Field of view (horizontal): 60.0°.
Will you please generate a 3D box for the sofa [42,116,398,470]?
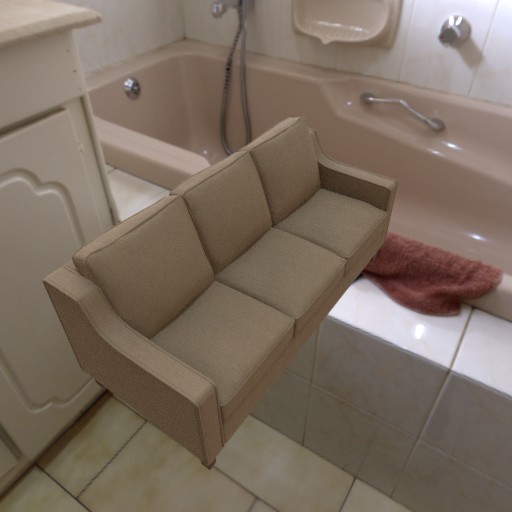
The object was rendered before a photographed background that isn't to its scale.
[{"bbox_3d":[0.000,0.000,2.573,0.911,0.974,1.986,25,46,26],"label":"sofa"}]
